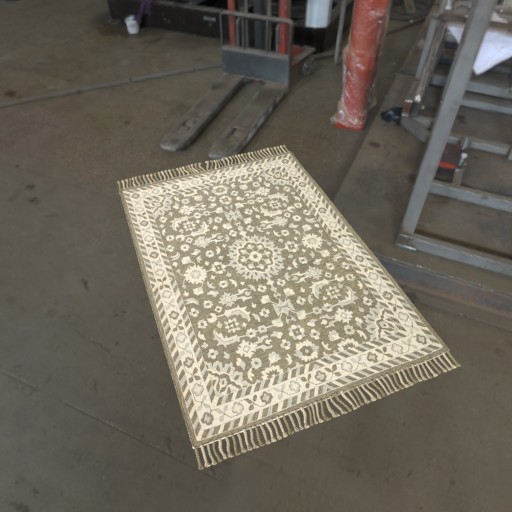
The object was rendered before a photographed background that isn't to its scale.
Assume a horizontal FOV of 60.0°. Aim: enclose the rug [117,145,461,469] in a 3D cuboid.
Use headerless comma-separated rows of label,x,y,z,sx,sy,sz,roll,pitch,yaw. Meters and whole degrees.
rug,0.000,0.000,3.060,1.530,0.025,2.431,-16,48,-15
